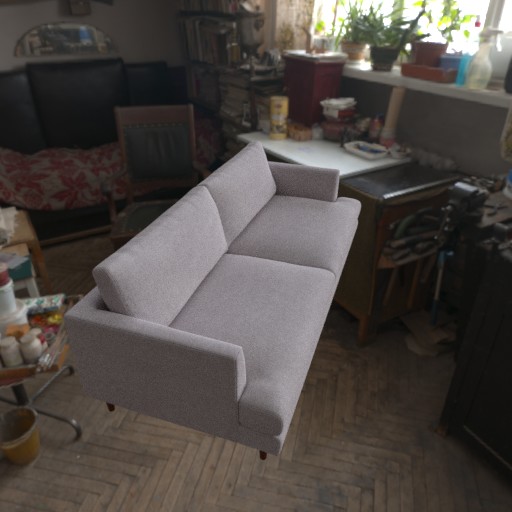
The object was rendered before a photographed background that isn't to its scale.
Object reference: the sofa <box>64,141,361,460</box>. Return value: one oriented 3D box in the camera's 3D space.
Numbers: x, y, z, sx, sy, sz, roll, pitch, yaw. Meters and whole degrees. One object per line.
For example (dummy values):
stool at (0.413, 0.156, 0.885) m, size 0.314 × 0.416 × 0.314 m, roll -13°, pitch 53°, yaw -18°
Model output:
sofa at (0.000, 0.000, 2.797) m, size 1.020 × 0.868 × 2.250 m, roll 10°, pitch 32°, yaw 17°
